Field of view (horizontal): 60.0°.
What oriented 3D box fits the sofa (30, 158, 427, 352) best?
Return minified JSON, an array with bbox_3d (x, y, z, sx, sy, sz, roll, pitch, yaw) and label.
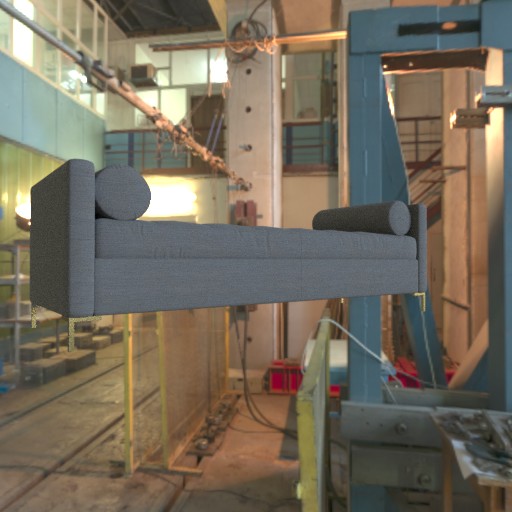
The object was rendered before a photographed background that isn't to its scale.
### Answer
[{"bbox_3d":[0.000,0.000,2.264,1.981,0.635,0.686,0,-1,-36],"label":"sofa"}]
